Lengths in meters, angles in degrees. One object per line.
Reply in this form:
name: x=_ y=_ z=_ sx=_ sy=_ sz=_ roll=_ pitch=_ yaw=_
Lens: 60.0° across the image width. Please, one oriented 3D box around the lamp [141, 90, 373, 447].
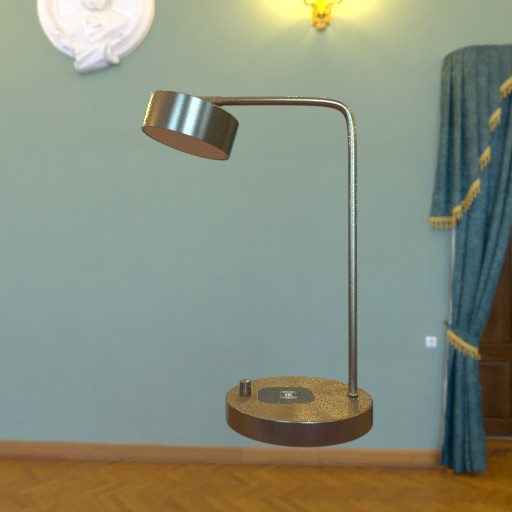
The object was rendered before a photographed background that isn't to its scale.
lamp: x=0.000 y=0.000 z=0.525 sx=0.270 sy=0.380 sz=0.171 roll=0 pitch=0 yaw=1
